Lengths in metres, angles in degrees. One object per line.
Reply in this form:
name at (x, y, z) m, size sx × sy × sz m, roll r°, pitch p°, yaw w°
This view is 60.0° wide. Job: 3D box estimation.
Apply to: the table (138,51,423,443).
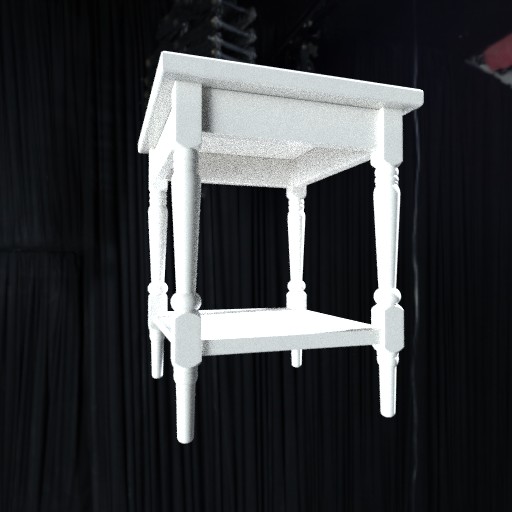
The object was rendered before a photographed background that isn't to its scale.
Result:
table at (0.000, 0.000, 0.914) m, size 0.442 × 0.565 × 0.488 m, roll 0°, pitch -1°, yaw -19°
